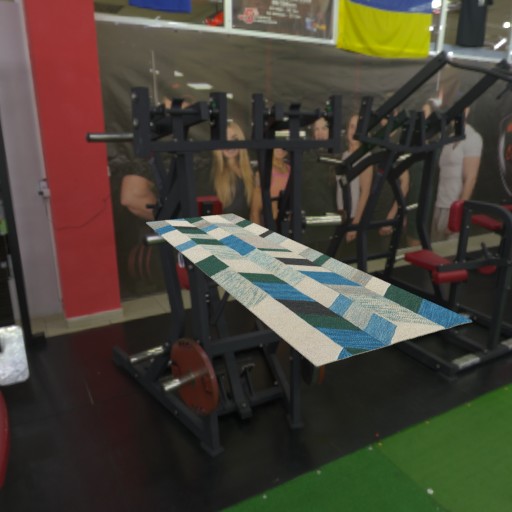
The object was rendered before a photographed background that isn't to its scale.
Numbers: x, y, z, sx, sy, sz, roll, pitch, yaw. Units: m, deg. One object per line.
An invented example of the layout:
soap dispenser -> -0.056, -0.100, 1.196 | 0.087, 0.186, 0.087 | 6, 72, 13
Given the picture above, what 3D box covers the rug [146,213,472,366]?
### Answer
rug -> 0.000, 0.000, 2.695 | 0.774, 0.008, 2.437 | -8, 19, -25
